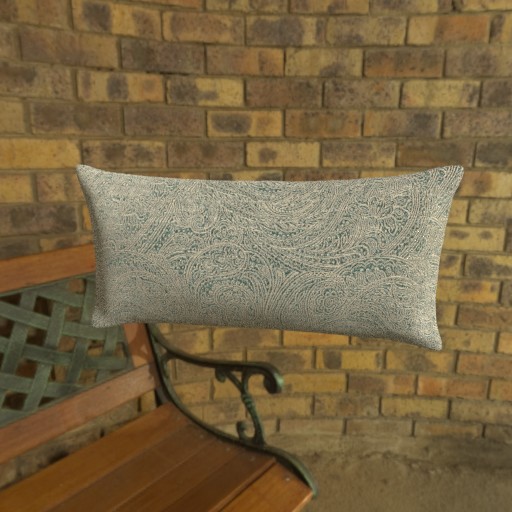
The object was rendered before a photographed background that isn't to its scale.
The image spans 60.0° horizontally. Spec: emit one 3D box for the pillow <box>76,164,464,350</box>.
[{"bbox_3d":[0.000,0.000,0.730,0.615,0.295,0.151,2,14,9],"label":"pillow"}]
